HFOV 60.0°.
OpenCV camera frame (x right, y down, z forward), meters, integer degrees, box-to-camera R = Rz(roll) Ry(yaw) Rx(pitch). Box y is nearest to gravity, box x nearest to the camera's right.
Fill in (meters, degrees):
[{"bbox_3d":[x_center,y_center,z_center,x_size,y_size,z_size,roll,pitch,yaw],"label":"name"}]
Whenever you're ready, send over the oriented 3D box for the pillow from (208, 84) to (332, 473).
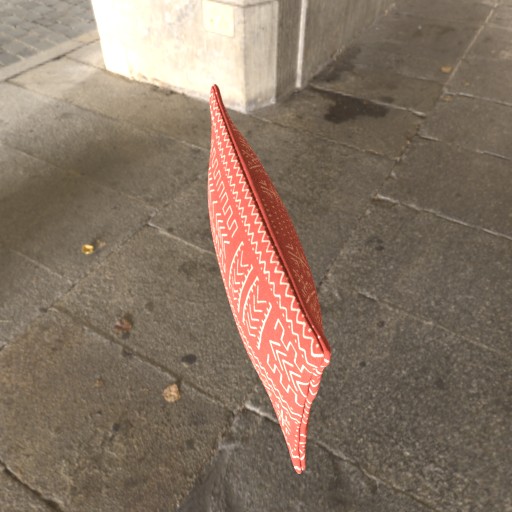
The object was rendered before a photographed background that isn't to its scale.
[{"bbox_3d":[0.000,0.000,0.792,0.130,0.352,0.640,-11,47,-10],"label":"pillow"}]
